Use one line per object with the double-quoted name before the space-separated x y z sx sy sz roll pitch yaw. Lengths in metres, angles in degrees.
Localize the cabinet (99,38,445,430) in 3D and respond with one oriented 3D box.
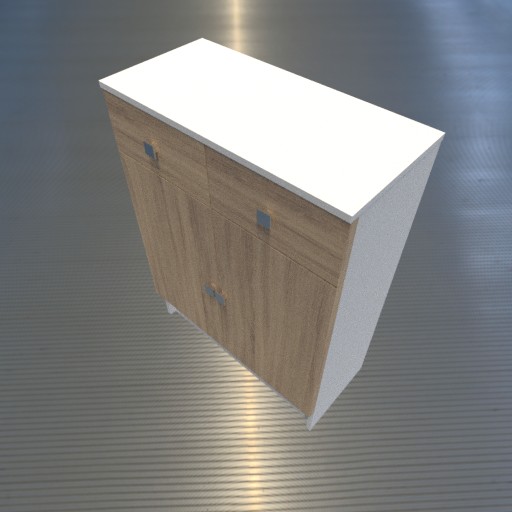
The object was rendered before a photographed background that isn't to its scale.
"cabinet" 0.000 0.000 1.115 0.600 0.815 0.296 33 56 27
